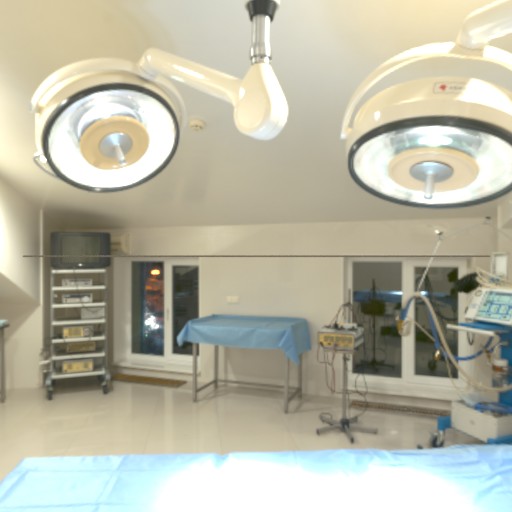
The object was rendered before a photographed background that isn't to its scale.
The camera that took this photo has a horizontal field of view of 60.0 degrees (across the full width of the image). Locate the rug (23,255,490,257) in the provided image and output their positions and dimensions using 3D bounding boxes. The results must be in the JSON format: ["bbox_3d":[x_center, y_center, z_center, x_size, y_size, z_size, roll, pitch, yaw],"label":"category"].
[{"bbox_3d":[0.000,0.000,2.910,2.235,0.008,1.600,0,0,-1],"label":"rug"}]
